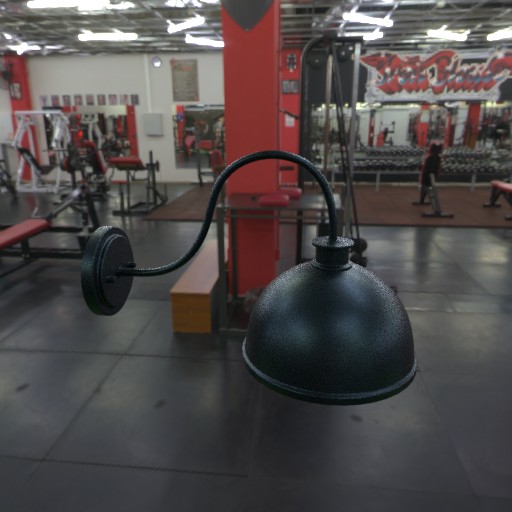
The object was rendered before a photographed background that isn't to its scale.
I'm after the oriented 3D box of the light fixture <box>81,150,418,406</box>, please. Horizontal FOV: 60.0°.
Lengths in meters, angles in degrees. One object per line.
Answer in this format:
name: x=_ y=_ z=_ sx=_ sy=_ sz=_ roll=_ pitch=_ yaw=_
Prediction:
light fixture: x=0.000 y=0.000 z=0.632 sx=0.467 sy=0.295 sz=0.253 roll=3 pitch=17 yaw=8
